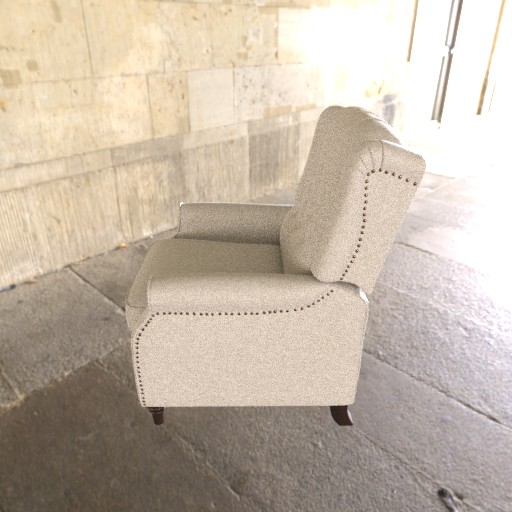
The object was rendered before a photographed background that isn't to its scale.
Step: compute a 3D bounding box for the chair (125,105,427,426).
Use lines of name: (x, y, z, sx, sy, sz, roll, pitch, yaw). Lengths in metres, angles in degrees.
chair: (0.000, 0.000, 1.639, 0.902, 1.035, 0.742, 0, 27, 0)
